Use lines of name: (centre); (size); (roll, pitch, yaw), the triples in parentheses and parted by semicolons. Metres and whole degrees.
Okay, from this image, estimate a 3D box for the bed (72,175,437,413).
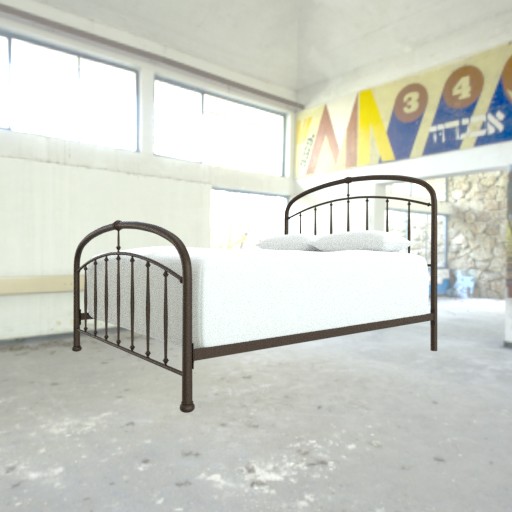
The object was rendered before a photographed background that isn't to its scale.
bed: (0.000, 0.000, 3.323); (2.180, 1.425, 1.711); (0, 0, -39)
